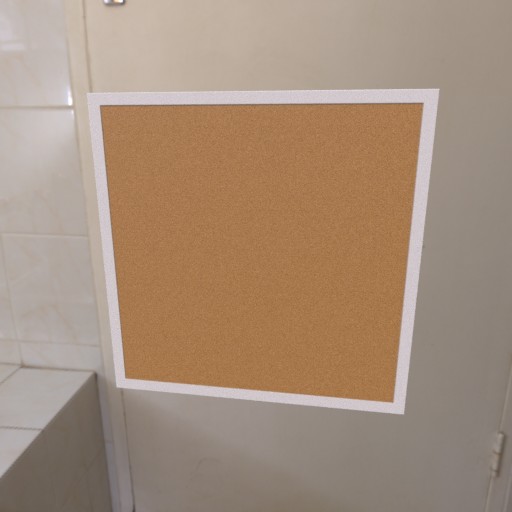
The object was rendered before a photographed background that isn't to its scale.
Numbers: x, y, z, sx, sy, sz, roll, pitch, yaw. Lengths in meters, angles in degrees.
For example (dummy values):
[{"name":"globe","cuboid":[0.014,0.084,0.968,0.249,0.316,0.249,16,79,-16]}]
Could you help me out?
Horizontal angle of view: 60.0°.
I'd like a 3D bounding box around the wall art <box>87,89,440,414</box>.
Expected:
[{"name":"wall art","cuboid":[0.000,0.000,0.439,0.305,0.305,0.038,3,17,9]}]
